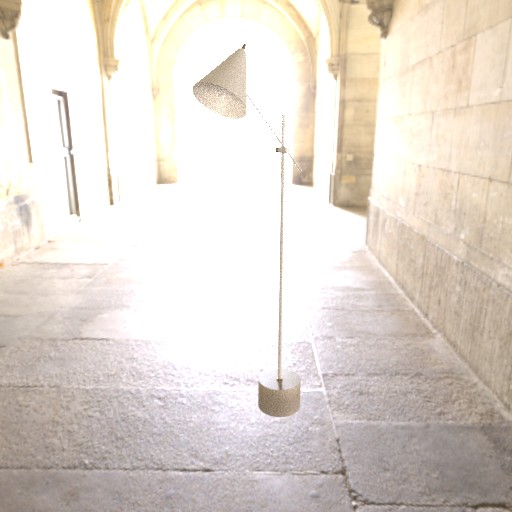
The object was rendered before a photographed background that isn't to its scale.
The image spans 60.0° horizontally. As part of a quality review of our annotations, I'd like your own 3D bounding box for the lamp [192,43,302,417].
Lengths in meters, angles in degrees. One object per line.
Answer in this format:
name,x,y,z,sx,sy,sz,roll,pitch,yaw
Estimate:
lamp,0.000,0.000,1.649,0.508,1.430,0.223,-15,21,-42
